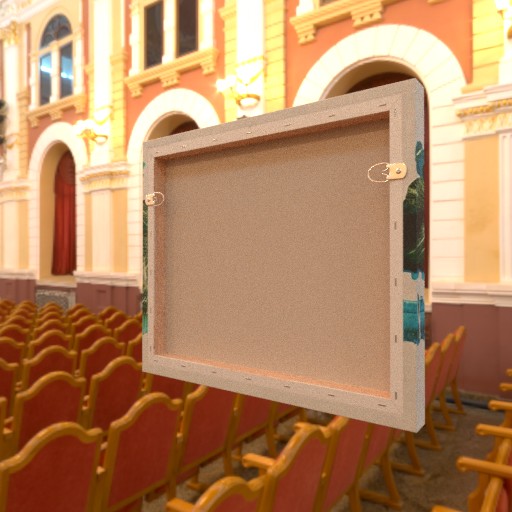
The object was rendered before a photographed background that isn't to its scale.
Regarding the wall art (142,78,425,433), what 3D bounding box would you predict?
[{"bbox_3d":[0.000,0.000,0.704,0.507,0.435,0.041,0,-1,36],"label":"wall art"}]
